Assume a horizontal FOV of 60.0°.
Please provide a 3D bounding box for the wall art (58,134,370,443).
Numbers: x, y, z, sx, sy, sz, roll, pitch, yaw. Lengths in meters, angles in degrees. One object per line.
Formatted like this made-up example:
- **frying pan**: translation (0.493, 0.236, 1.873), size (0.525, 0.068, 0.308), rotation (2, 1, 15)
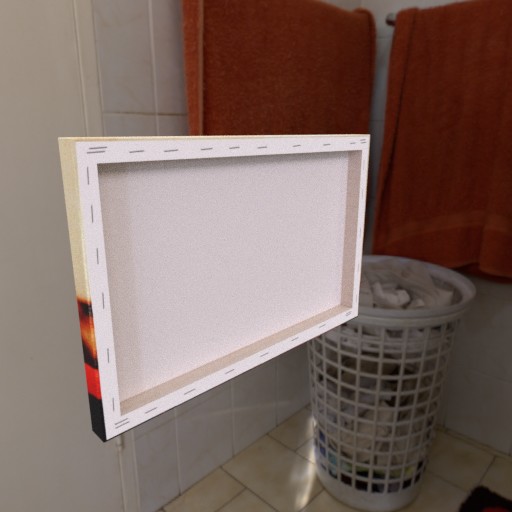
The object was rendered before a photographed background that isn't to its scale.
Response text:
- **wall art**: translation (0.000, 0.000, 0.767), size (0.613, 0.402, 0.040), rotation (-15, 21, -42)
